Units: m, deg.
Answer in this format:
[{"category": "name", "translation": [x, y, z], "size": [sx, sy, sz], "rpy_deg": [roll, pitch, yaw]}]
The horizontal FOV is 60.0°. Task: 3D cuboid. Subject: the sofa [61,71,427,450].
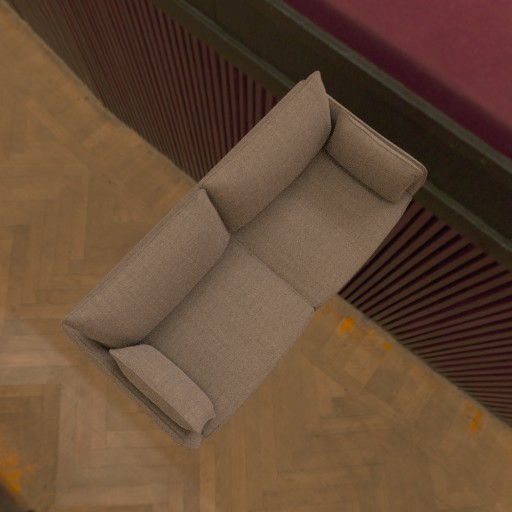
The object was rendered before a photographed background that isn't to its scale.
[{"category": "sofa", "translation": [0.000, 0.000, 2.501], "size": [0.972, 0.851, 1.989], "rpy_deg": [41, 78, 10]}]
